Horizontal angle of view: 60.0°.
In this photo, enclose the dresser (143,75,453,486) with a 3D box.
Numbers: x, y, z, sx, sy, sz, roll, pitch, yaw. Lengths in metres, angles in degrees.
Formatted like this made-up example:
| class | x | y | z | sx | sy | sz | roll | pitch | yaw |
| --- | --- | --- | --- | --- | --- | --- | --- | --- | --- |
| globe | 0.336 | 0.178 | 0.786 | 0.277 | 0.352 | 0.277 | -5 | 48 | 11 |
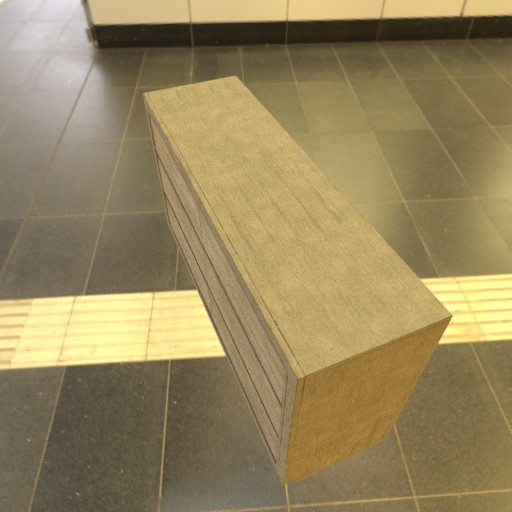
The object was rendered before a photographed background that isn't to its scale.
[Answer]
| class | x | y | z | sx | sy | sz | roll | pitch | yaw |
| --- | --- | --- | --- | --- | --- | --- | --- | --- | --- |
| dresser | 0.000 | 0.000 | 1.994 | 0.483 | 0.889 | 1.628 | -17 | 49 | -16 |
